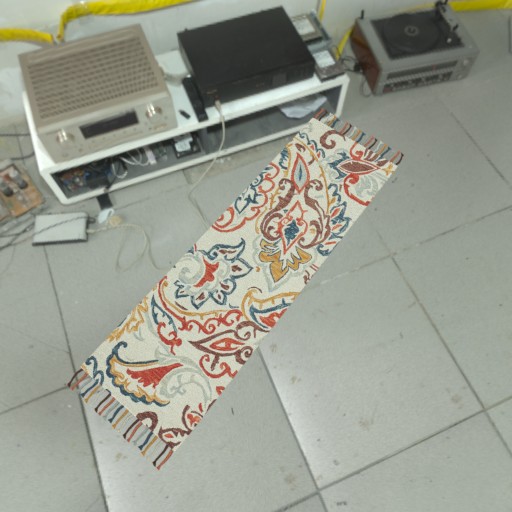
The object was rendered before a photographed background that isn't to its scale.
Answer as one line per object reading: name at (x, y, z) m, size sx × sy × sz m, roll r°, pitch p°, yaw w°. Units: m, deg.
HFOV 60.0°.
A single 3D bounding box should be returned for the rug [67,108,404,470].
rug at (0.000, 0.000, 2.956) m, size 0.763 × 0.015 × 2.682 m, roll 35°, pitch 69°, yaw 15°
